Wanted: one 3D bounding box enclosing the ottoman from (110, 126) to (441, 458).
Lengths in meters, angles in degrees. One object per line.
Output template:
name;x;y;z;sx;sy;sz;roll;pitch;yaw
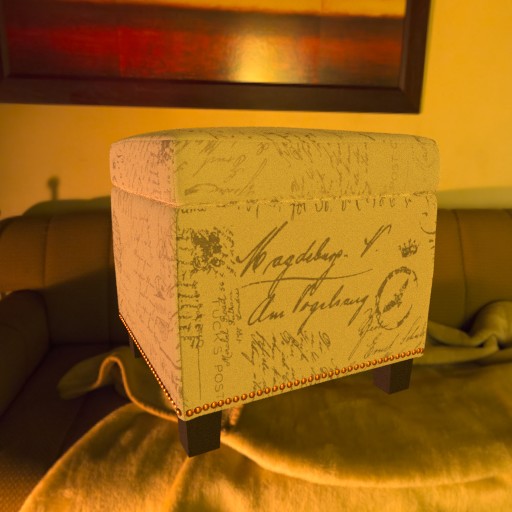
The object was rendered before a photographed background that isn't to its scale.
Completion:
ottoman;0.000;0.000;0.829;0.450;0.457;0.449;-6;14;-26
